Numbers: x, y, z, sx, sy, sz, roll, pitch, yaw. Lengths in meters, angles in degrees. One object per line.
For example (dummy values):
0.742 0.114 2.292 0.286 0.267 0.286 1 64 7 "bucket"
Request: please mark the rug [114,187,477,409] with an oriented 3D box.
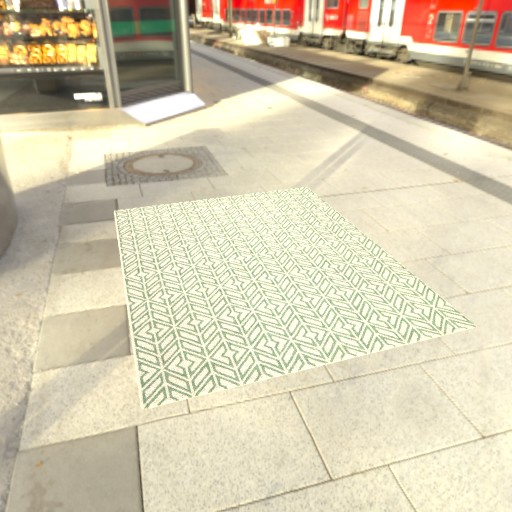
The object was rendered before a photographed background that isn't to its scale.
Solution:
0.000 0.000 4.200 2.441 0.017 3.050 -9 31 -16 "rug"
